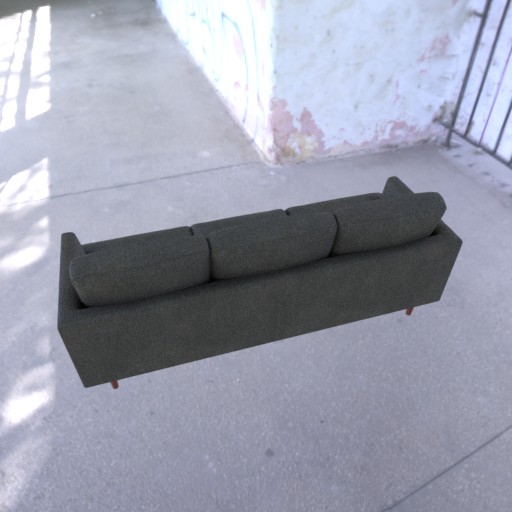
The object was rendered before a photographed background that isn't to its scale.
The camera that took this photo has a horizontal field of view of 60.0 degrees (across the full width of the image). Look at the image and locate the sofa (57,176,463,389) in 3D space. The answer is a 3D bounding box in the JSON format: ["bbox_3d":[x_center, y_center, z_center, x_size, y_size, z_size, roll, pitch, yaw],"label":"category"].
[{"bbox_3d":[0.000,0.000,2.754,2.246,0.930,0.903,-11,43,-13],"label":"sofa"}]
